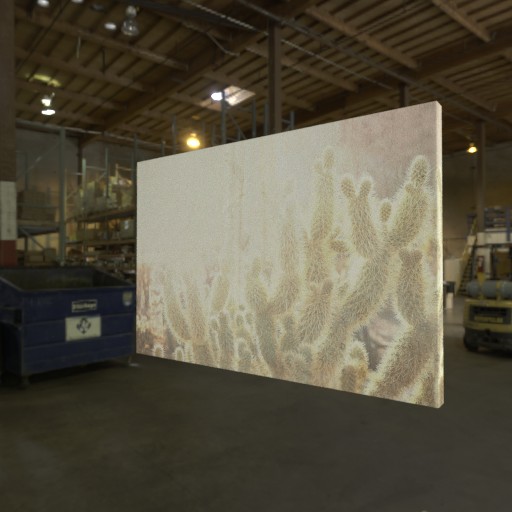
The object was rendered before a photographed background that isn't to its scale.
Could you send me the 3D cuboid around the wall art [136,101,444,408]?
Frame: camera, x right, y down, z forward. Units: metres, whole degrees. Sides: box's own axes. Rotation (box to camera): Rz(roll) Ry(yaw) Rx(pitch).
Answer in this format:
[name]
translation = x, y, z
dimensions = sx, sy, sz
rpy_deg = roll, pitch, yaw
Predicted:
[wall art]
translation = 0.000, 0.000, 1.160
dimensions = 0.916, 0.608, 0.040
rpy_deg = -1, -1, 36
